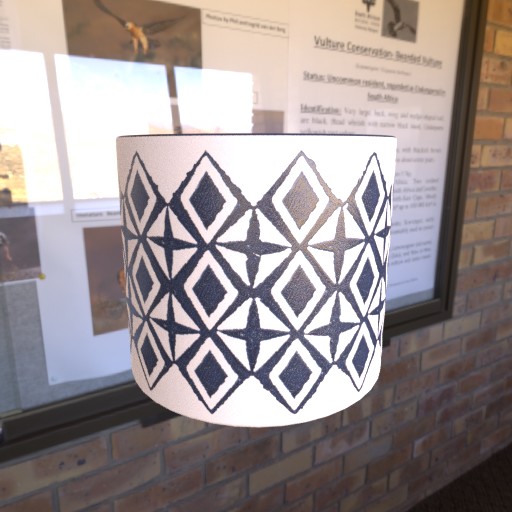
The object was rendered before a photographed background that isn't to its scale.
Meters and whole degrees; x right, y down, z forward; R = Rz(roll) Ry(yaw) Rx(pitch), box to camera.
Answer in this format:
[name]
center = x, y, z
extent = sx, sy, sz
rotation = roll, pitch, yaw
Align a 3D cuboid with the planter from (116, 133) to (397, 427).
[planter]
center = 0.000, 0.000, 0.318
extent = 0.182, 0.165, 0.182
rotation = 0, 14, 0
